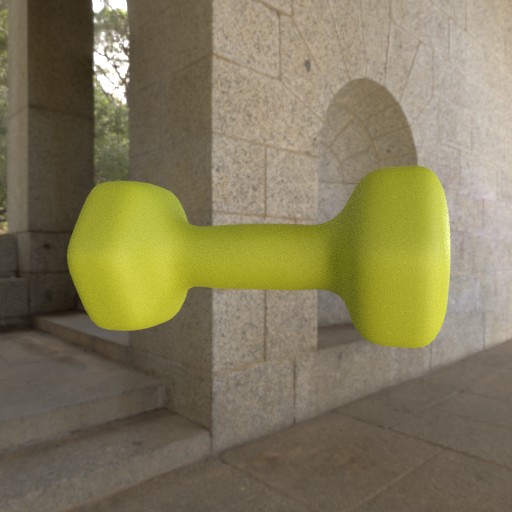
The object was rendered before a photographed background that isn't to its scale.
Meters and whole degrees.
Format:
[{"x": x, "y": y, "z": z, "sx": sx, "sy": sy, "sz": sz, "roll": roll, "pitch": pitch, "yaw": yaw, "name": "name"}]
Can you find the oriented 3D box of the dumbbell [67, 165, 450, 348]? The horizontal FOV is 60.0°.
[{"x": 0.000, "y": 0.000, "z": 0.206, "sx": 0.164, "sy": 0.072, "sz": 0.080, "roll": 0, "pitch": 1, "yaw": 18, "name": "dumbbell"}]
